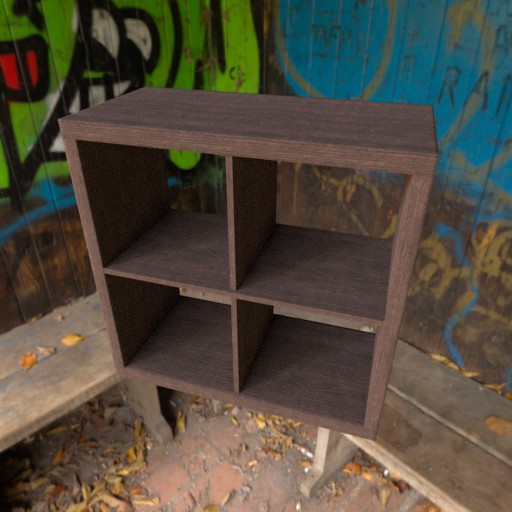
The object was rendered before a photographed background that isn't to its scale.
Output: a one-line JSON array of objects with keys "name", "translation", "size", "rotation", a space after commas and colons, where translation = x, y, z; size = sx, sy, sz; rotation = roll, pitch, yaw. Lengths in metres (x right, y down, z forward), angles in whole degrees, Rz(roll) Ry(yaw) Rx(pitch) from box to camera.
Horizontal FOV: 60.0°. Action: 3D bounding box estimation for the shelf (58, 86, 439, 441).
[{"name": "shelf", "translation": [0.000, 0.000, 1.236], "size": [0.790, 0.786, 0.390], "rotation": [9, 33, 15]}]
